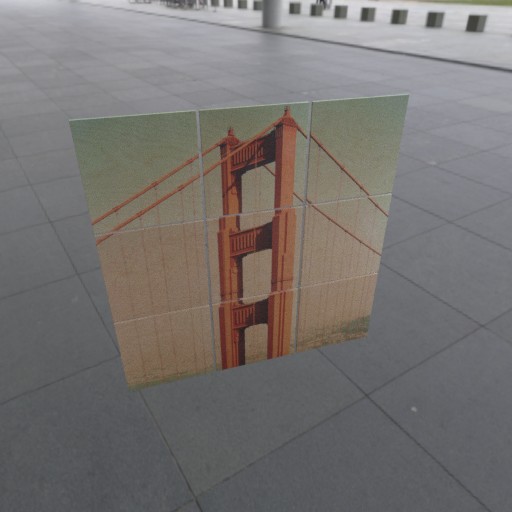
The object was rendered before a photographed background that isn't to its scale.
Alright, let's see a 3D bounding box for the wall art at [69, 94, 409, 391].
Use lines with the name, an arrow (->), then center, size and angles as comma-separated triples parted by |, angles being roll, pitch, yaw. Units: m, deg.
wall art -> 0.000, 0.000, 2.310 | 1.517, 1.523, 0.013 | -9, 33, -15
